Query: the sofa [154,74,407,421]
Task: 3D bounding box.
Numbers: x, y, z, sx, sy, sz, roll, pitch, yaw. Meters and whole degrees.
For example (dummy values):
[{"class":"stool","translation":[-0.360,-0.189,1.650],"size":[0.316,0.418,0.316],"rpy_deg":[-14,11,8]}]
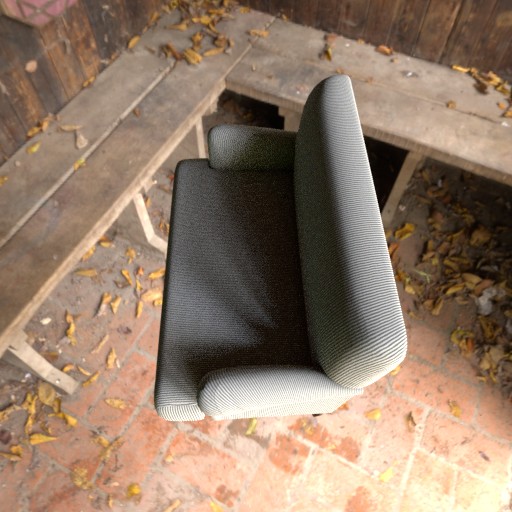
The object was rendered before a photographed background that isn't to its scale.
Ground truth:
[{"class":"sofa","translation":[0.000,0.000,1.821],"size":[0.779,0.889,1.297],"rpy_deg":[-1,58,-1]}]
